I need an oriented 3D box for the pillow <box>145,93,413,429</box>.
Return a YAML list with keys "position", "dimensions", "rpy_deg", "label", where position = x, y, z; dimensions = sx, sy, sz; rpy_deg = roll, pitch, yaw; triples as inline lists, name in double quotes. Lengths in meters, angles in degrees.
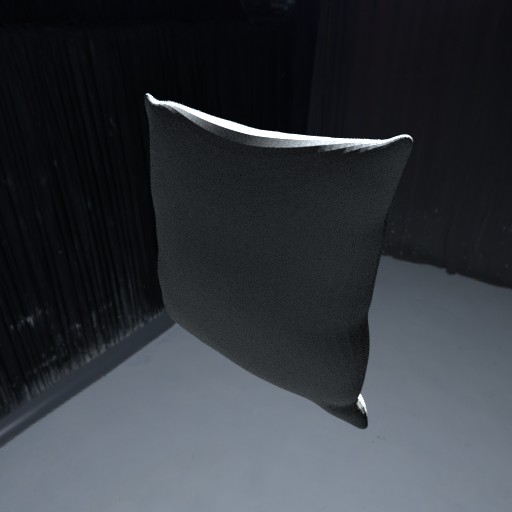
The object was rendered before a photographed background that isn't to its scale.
- position: [0.000, 0.000, 0.680]
  dimensions: [0.440, 0.441, 0.182]
  rpy_deg: [22, 37, 33]
  label: "pillow"
